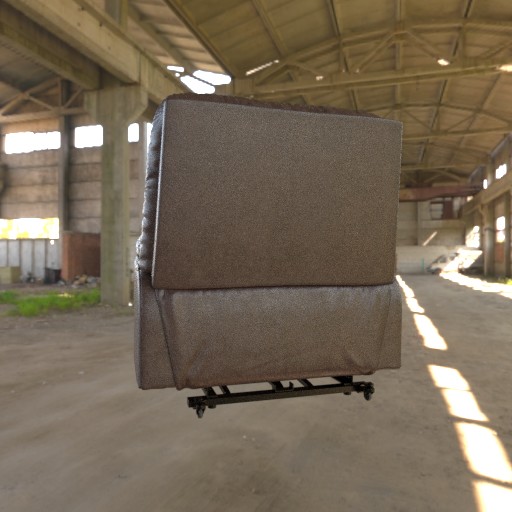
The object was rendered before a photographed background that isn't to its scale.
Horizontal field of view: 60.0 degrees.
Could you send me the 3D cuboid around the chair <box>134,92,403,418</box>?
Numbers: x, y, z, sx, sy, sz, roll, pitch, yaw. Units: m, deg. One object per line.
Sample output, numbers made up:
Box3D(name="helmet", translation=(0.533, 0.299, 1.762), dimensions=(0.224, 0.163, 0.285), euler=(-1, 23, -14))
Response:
Box3D(name="chair", translation=(0.000, 0.000, 1.779), dimensions=(0.940, 1.041, 0.879), euler=(0, 0, -17))
